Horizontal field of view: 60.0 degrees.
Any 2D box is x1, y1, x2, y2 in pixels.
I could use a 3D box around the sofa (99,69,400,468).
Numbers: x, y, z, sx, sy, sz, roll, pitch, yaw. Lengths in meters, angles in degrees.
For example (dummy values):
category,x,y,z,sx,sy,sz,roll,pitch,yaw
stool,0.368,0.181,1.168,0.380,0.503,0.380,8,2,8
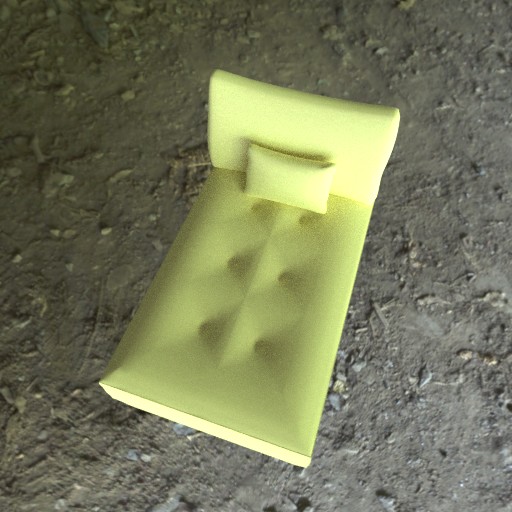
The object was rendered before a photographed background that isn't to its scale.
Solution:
category,x,y,z,sx,sy,sz,roll,pitch,yaw
sofa,0.000,0.000,2.015,0.930,0.820,1.450,16,58,10
